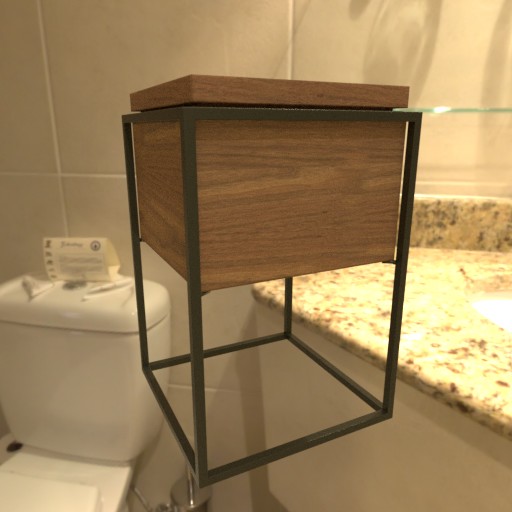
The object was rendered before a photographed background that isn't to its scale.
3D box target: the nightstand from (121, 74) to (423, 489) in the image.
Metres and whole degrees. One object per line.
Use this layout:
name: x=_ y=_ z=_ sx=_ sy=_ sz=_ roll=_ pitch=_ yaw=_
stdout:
nightstand: x=0.000 y=0.000 z=0.864 sx=0.397 sy=0.607 sz=0.397 roll=-8 pitch=18 yaw=-25
